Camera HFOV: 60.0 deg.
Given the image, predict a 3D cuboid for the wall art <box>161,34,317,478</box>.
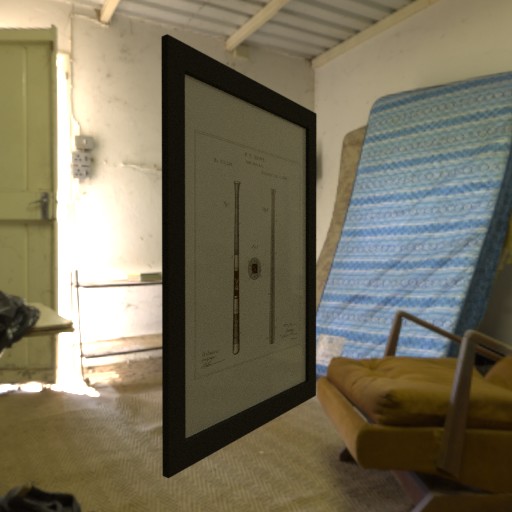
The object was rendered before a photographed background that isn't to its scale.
[{"bbox_3d":[0.000,0.000,0.681,0.012,0.529,0.374,0,1,35],"label":"wall art"}]
